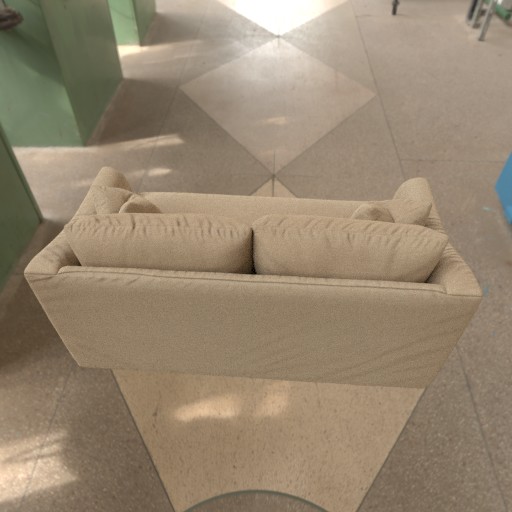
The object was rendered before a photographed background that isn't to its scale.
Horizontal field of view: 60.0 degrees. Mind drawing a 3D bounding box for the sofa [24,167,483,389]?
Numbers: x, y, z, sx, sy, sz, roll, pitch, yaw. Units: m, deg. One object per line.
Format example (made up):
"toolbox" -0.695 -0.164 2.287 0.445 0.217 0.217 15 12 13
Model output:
"sofa" 0.000 0.000 2.509 2.010 1.018 1.072 3 46 3
